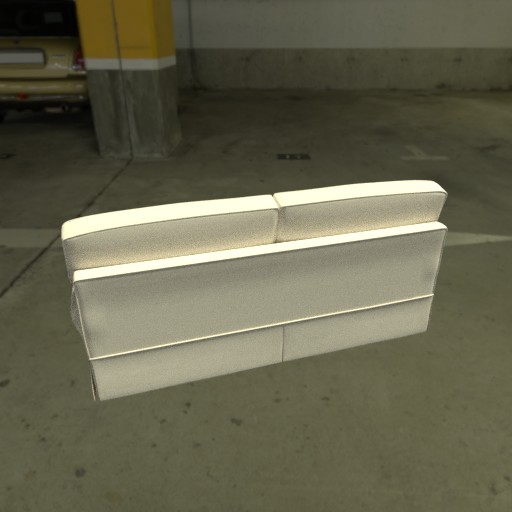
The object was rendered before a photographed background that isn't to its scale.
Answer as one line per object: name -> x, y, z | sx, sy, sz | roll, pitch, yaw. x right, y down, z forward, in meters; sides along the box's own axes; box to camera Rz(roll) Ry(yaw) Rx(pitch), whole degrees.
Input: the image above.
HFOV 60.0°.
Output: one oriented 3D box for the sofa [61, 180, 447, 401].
sofa -> 0.000, 0.000, 2.606 | 2.021, 0.937, 0.862 | -8, 28, -16
